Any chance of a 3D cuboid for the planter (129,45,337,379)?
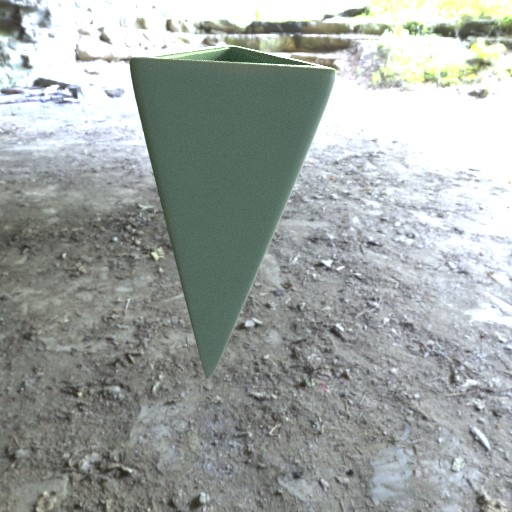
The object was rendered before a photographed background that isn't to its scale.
[{"bbox_3d":[0.000,0.000,0.212,0.064,0.178,0.080,11,30,19],"label":"planter"}]
